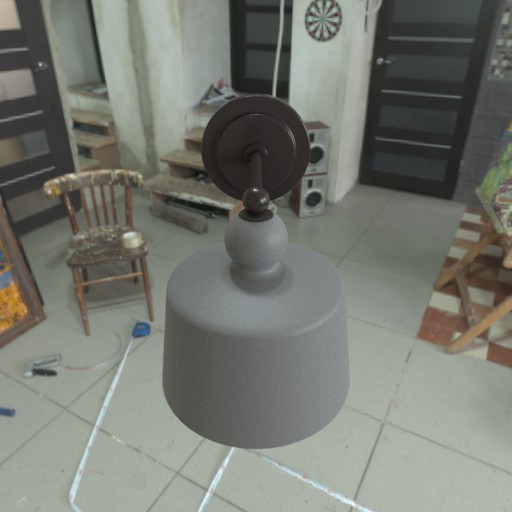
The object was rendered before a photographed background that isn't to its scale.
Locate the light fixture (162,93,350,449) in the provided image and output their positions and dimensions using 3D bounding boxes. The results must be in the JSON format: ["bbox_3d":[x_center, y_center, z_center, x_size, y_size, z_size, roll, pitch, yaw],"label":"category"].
[{"bbox_3d":[0.000,0.000,0.447,0.204,0.268,0.254,0,30,0],"label":"light fixture"}]
